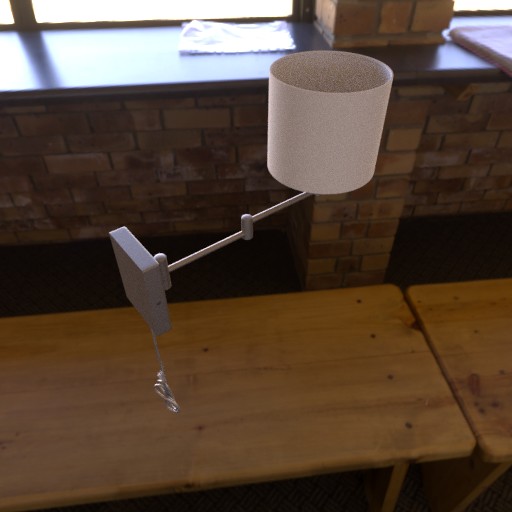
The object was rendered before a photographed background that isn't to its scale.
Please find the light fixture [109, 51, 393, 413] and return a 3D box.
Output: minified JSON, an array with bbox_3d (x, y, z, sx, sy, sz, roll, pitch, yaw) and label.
[{"bbox_3d":[0.000,0.000,0.877,0.516,0.651,0.203,-27,48,-28],"label":"light fixture"}]
